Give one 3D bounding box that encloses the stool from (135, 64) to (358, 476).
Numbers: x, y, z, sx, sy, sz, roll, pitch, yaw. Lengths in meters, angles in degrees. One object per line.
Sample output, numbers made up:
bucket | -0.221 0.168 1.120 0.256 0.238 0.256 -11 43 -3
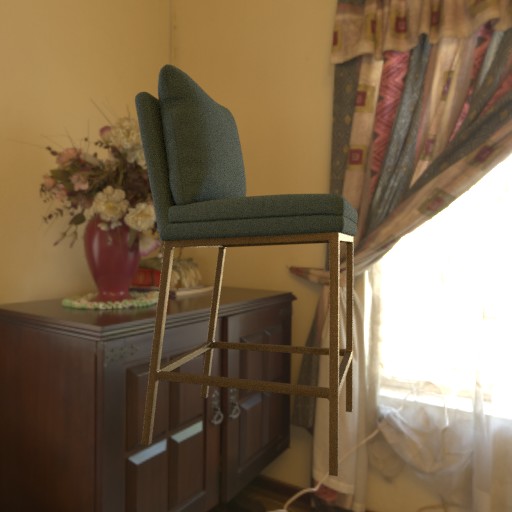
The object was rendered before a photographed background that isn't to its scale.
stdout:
stool | 0.000 0.000 1.330 0.568 1.032 0.463 0 1 17
